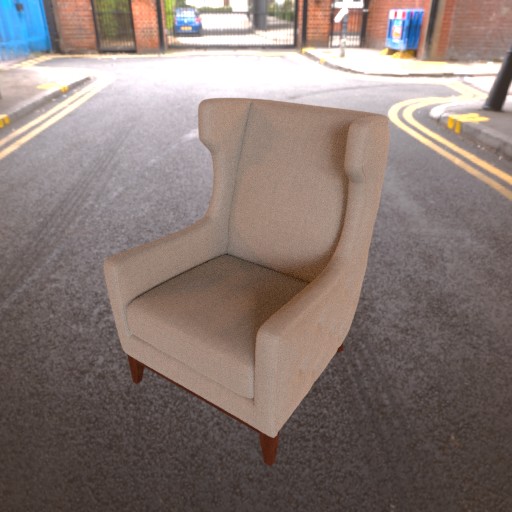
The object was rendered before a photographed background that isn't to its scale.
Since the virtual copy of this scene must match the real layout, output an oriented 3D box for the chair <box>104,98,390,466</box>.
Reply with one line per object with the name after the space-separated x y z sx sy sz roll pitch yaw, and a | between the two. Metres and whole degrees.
0.000 0.000 1.740 0.778 1.079 0.899 19 34 30 | chair
